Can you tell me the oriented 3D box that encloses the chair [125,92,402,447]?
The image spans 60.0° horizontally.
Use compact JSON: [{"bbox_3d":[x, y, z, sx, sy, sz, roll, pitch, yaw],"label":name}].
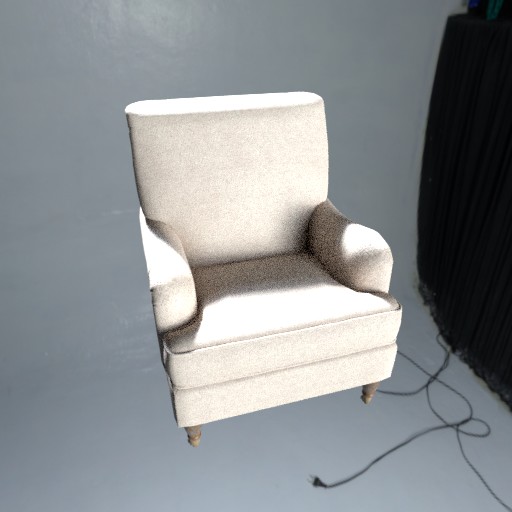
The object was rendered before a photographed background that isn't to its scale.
[{"bbox_3d":[0.000,0.000,1.814,0.879,1.119,0.953,-9,31,-14],"label":"chair"}]
